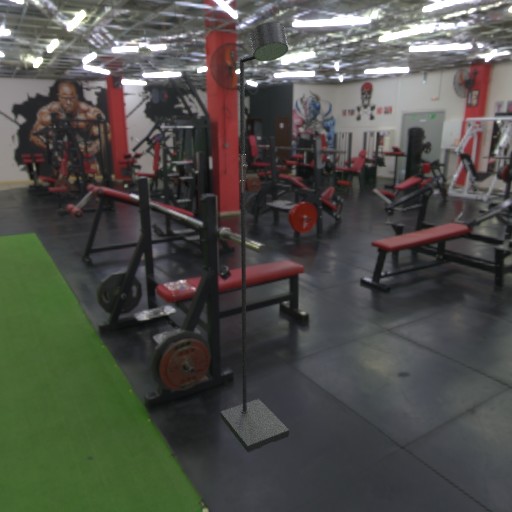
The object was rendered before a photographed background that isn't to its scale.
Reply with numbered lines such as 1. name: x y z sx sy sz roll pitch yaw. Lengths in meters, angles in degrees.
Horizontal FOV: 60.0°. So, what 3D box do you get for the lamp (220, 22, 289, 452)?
1. lamp: 0.000 0.000 1.729 0.203 1.600 0.304 -9 18 -28
